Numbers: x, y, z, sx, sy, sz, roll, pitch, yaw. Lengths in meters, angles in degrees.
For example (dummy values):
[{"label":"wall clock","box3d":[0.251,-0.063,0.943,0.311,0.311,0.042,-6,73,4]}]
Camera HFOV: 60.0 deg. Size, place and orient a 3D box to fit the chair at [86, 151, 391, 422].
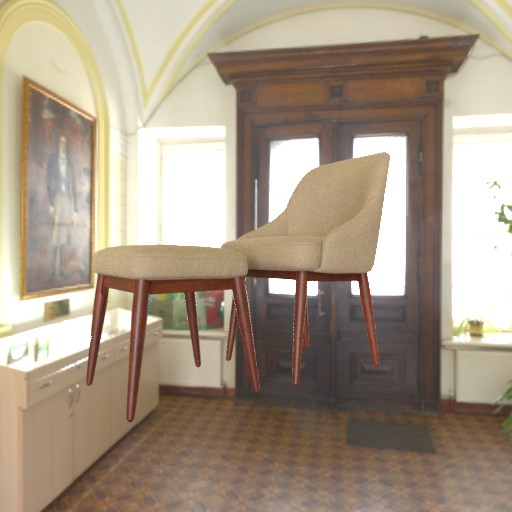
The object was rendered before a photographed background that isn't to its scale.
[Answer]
[{"label":"chair","box3d":[0.000,0.000,1.642,1.114,0.866,0.584,0,1,-36]}]
